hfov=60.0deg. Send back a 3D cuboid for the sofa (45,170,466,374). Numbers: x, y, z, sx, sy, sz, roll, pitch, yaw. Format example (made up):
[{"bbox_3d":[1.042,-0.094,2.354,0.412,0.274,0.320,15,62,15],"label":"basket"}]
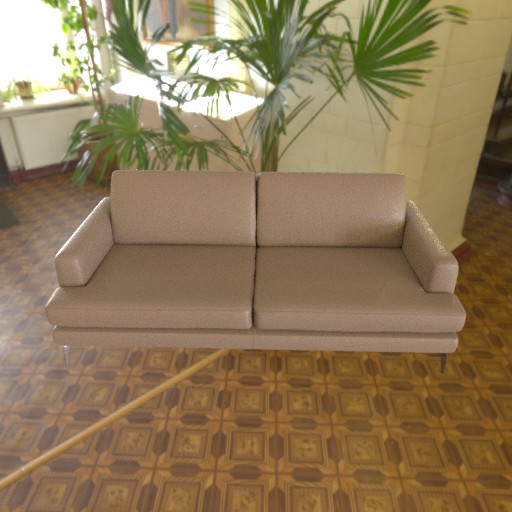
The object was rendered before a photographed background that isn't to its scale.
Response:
[{"bbox_3d":[0.000,0.000,2.411,1.940,0.765,0.974,1,30,1],"label":"sofa"}]
